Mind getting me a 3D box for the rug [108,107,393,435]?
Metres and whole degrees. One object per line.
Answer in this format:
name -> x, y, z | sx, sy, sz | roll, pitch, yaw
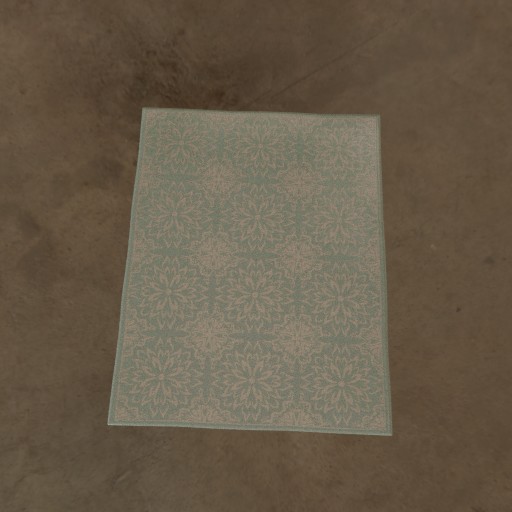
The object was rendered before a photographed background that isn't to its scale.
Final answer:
rug -> 0.000, 0.000, 4.043 | 2.363, 0.012, 2.980 | 2, 76, 1
